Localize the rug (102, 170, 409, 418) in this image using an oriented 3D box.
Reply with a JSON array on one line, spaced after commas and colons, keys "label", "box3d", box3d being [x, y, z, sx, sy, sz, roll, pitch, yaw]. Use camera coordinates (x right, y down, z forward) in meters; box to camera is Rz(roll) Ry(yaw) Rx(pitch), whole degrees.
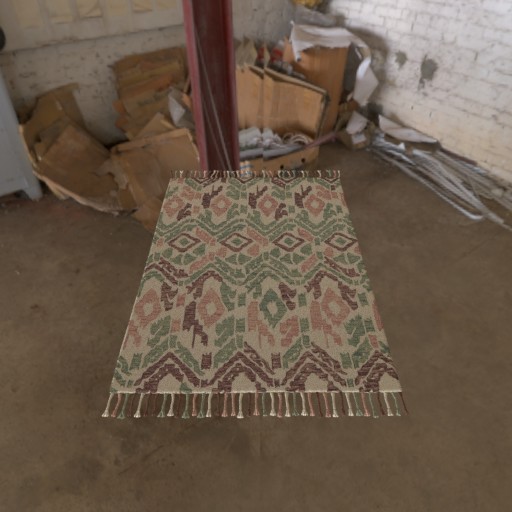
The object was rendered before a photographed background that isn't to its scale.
[{"label": "rug", "box3d": [0.000, 0.000, 3.060, 1.524, 0.011, 2.438, 0, 39, 0]}]
